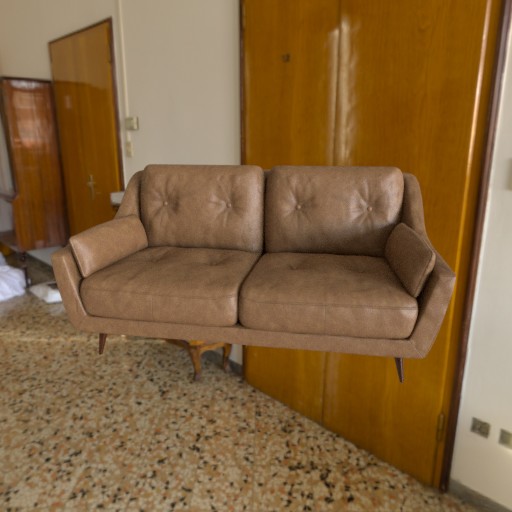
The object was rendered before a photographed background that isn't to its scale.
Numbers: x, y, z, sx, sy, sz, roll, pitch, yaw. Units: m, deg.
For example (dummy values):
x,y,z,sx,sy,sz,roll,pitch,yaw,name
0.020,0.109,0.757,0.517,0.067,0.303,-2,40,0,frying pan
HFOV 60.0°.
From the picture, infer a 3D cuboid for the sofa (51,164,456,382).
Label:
x,y,z,sx,sy,sz,roll,pitch,yaw,name
0.000,0.000,2.299,1.731,0.886,0.981,3,15,10,sofa
